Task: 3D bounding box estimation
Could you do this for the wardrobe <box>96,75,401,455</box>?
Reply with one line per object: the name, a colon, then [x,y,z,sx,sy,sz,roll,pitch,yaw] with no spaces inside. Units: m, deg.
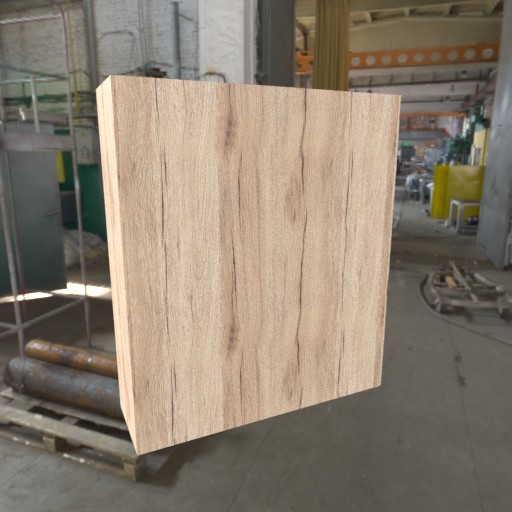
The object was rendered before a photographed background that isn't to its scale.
wardrobe: [0.000,0.000,2.970,1.810,2.070,0.580,-6,15,-25]
